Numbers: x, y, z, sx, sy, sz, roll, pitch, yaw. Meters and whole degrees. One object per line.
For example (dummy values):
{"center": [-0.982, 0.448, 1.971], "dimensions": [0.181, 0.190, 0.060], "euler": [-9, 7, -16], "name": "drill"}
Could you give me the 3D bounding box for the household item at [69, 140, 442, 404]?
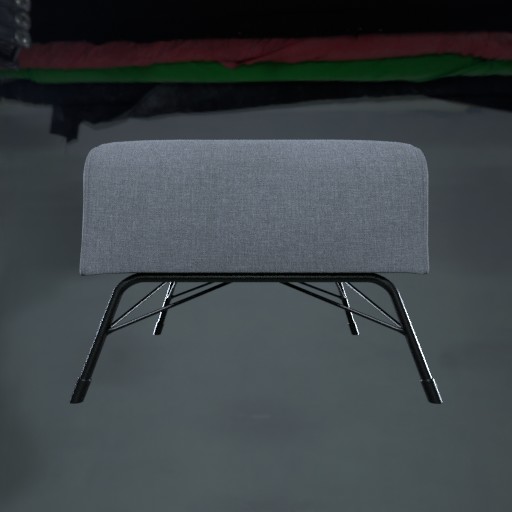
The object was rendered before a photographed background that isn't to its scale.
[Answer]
{"center": [0.000, 0.000, 0.885], "dimensions": [0.530, 0.410, 0.530], "euler": [0, 1, 0], "name": "household item"}
